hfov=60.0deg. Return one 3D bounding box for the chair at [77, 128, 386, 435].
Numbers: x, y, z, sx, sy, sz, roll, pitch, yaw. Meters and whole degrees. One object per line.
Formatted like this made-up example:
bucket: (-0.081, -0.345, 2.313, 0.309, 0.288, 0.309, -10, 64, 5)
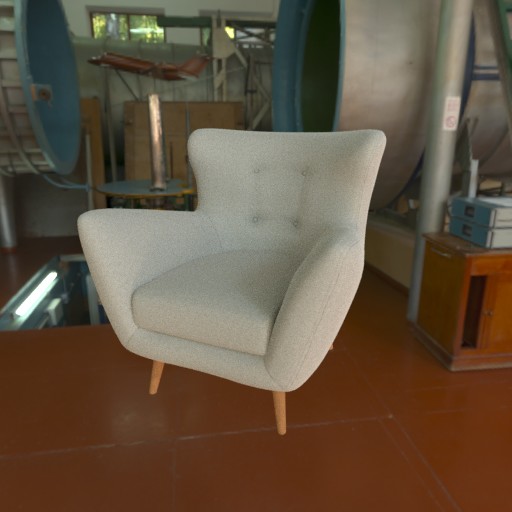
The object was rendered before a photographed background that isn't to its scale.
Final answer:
chair: (0.000, 0.000, 1.625, 0.890, 0.889, 0.889, 8, 18, 24)
